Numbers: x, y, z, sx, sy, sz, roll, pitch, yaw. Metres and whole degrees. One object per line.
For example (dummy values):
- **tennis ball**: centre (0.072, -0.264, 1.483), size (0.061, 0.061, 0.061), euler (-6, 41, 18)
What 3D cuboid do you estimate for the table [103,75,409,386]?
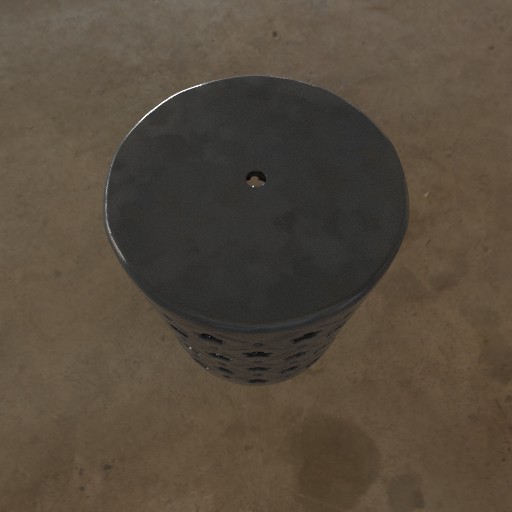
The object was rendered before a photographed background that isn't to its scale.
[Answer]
- **table**: centre (0.000, 0.000, 0.673), size (0.352, 0.387, 0.352), euler (0, 63, 0)
